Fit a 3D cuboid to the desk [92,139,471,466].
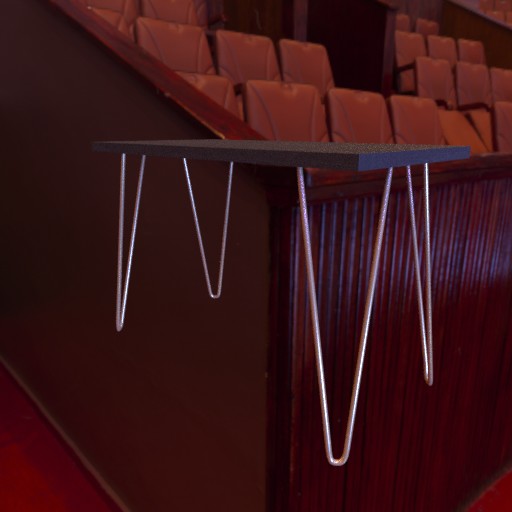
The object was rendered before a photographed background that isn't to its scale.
[{"bbox_3d":[0.000,0.000,1.344,0.991,0.660,0.499,15,22,43],"label":"desk"}]
